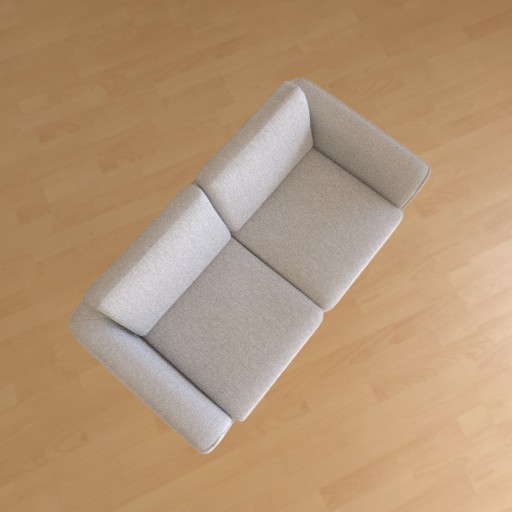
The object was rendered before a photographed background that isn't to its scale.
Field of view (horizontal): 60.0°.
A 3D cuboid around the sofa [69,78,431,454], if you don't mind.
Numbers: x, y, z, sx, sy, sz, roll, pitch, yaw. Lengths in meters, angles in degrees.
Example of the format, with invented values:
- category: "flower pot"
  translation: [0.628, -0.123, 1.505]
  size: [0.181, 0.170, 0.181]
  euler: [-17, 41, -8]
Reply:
- category: "sofa"
  translation: [0.000, 0.000, 2.233]
  size: [0.920, 0.850, 1.700]
  euler: [39, 78, 9]
